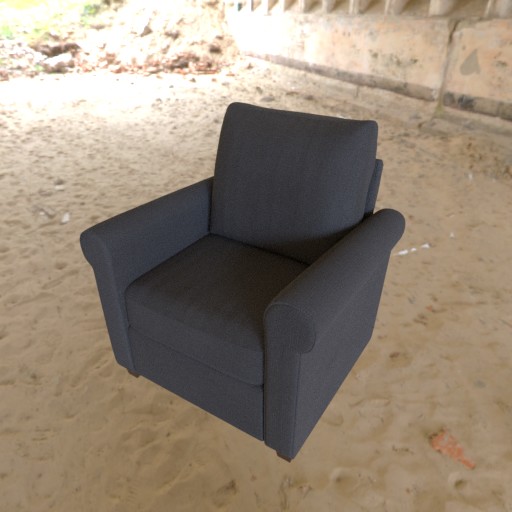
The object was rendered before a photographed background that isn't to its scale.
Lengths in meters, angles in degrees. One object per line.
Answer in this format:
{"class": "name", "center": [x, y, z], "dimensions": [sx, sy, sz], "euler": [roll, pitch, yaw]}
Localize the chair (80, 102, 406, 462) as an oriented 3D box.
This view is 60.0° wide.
{"class": "chair", "center": [0.000, 0.000, 1.612], "dimensions": [0.867, 0.942, 0.828], "euler": [18, 34, 28]}
